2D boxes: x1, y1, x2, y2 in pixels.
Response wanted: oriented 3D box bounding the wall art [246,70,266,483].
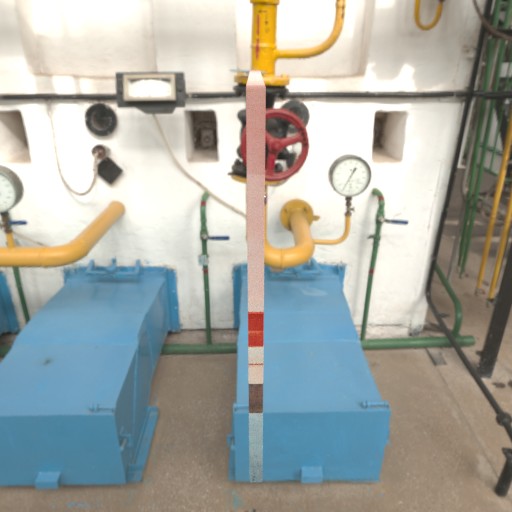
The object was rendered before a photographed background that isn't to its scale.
[{"bbox_3d":[0.000,0.000,1.346,0.039,1.016,0.761,0,25,0],"label":"wall art"}]
